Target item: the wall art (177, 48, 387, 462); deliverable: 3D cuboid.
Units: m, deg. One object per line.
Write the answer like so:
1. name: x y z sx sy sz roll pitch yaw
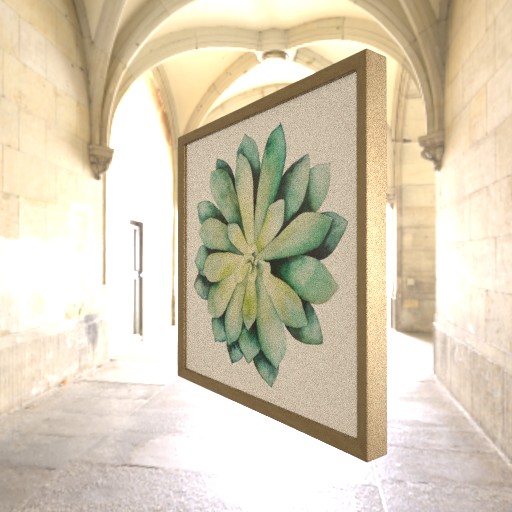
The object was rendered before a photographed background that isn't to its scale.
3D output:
1. wall art: 0.000 0.000 0.753 0.040 0.506 0.503 0 0 -37
